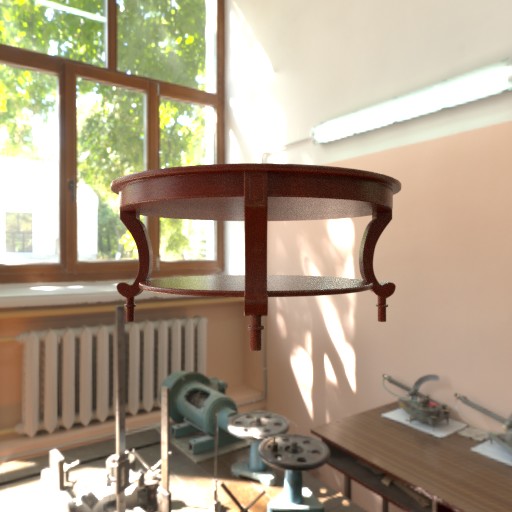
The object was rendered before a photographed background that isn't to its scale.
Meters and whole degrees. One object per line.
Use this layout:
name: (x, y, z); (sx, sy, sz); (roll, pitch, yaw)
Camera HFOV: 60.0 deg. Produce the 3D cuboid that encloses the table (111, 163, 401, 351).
table: (0.000, 0.000, 1.643); (1.029, 0.486, 1.029); (0, 1, 0)
